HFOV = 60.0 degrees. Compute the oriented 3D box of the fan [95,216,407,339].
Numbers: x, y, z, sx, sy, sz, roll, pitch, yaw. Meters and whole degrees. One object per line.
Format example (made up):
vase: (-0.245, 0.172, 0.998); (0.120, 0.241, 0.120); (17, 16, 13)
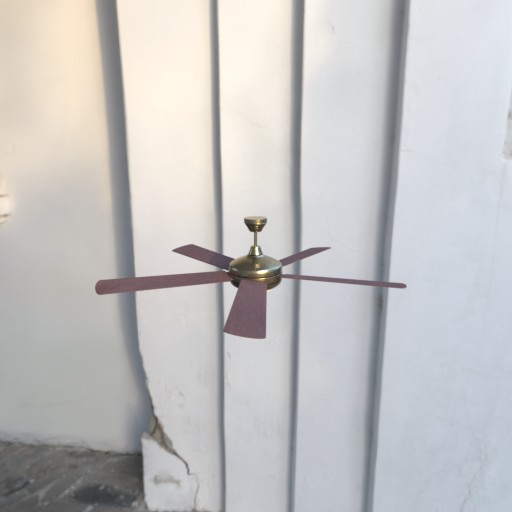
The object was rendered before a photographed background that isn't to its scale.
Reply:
fan: (0.000, 0.000, 2.049); (1.321, 0.356, 1.321); (7, 16, 26)
